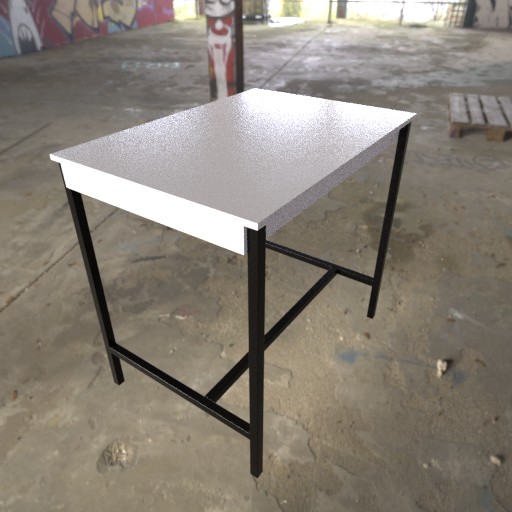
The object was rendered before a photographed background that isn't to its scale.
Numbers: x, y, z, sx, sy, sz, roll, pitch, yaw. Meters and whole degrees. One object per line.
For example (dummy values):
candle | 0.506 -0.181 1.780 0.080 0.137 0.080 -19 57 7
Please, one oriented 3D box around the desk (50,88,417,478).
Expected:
desk | 0.000 0.000 1.352 0.573 0.766 0.811 21 38 29
